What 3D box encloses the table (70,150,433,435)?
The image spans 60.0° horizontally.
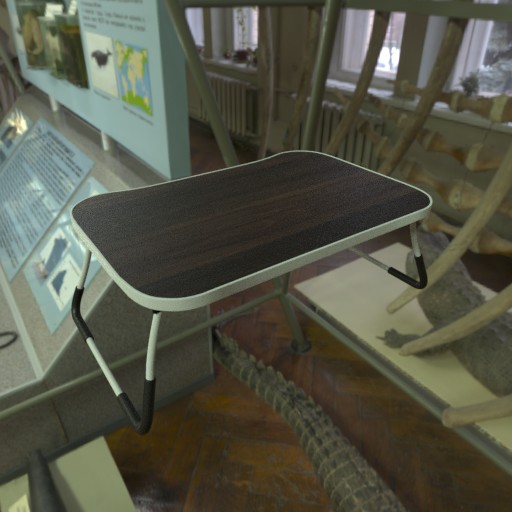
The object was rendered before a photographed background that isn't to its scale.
[{"bbox_3d":[0.000,0.000,0.869,0.660,0.232,0.400,-20,36,-30],"label":"table"}]
